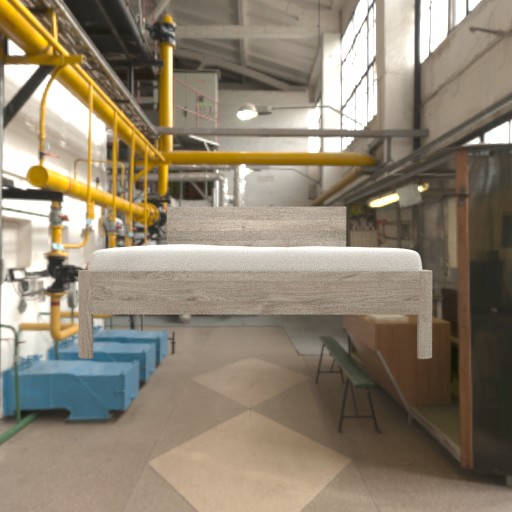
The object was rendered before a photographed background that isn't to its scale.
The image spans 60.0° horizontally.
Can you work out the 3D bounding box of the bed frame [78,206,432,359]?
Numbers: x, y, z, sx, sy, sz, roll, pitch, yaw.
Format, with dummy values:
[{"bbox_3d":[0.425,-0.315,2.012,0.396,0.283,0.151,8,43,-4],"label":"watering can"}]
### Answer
[{"bbox_3d":[0.000,0.000,2.736,1.490,0.800,1.950,0,1,0],"label":"bed frame"}]
